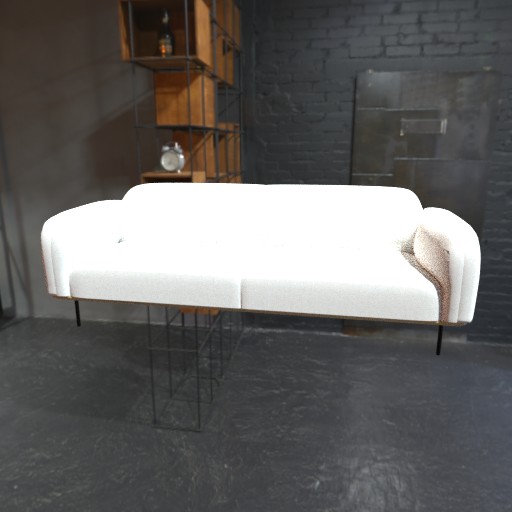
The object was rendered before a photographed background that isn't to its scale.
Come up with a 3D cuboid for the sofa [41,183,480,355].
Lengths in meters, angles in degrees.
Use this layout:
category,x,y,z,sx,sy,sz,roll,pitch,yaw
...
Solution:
category,x,y,z,sx,sy,sz,roll,pitch,yaw
sofa,0.000,0.000,2.605,2.280,0.780,0.870,3,14,10
